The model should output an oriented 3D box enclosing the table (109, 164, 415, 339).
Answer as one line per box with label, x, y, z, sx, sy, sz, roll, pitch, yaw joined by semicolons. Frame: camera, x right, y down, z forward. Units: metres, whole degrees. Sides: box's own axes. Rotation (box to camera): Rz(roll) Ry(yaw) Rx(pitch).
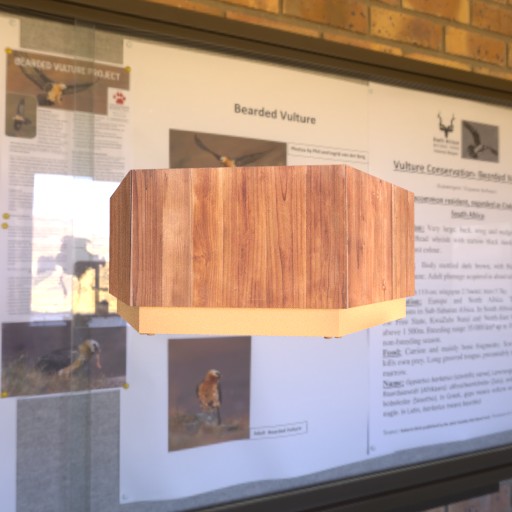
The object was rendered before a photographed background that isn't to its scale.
table;0.000;0.000;1.667;1.000;0.456;1.154;-1;-1;36
